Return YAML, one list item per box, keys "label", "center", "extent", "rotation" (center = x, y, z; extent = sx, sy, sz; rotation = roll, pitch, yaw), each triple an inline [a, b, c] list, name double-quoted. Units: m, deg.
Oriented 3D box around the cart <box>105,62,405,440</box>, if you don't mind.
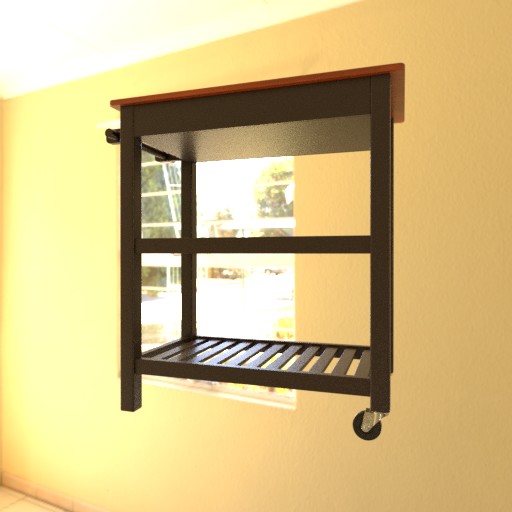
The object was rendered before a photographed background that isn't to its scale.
- label: "cart"
  center: [0.000, 0.000, 1.415]
  extent: [0.899, 0.927, 0.457]
  rotation: [0, 0, 18]
